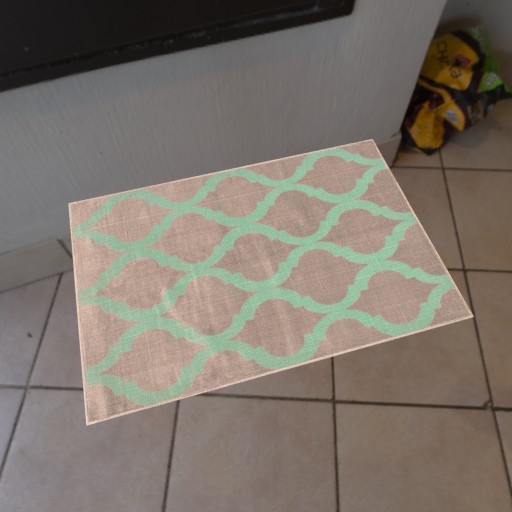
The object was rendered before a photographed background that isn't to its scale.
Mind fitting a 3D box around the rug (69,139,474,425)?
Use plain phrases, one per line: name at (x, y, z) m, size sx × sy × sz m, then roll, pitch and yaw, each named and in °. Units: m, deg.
rug at (0.000, 0.000, 2.874) m, size 2.286 × 0.006 × 1.524 m, roll -14°, pitch 60°, yaw -8°
